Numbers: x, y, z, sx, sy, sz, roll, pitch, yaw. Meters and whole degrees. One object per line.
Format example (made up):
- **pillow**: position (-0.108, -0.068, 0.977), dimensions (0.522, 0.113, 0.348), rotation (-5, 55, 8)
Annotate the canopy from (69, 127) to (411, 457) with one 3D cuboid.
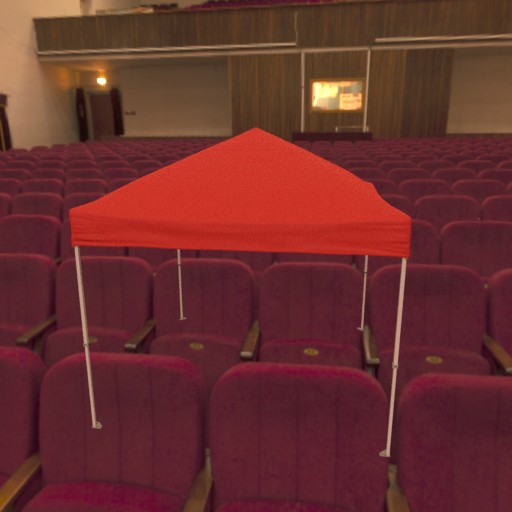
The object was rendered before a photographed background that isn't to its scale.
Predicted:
- **canopy**: position (0.000, 0.000, 5.382), dimensions (2.998, 2.997, 2.996), rotation (2, 15, 8)
